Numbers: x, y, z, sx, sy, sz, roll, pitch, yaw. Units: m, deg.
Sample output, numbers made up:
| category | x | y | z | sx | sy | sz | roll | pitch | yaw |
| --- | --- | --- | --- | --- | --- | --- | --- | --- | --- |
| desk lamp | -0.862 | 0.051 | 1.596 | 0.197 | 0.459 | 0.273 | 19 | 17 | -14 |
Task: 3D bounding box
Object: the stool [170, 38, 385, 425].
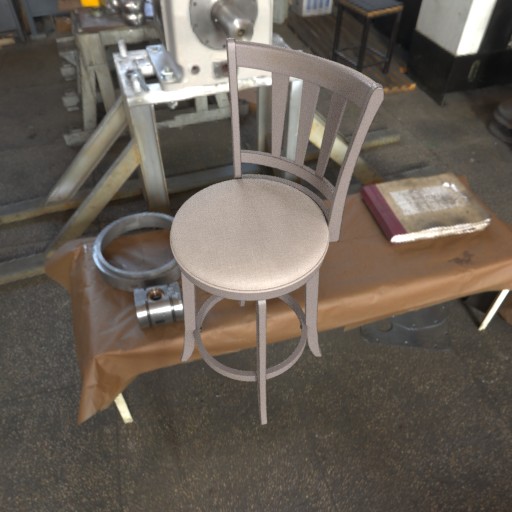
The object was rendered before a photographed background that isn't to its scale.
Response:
| category | x | y | z | sx | sy | sz | roll | pitch | yaw |
| --- | --- | --- | --- | --- | --- | --- | --- | --- | --- |
| stool | 0.000 | 0.000 | 1.279 | 0.436 | 1.023 | 0.475 | 30 | 53 | 26 |
